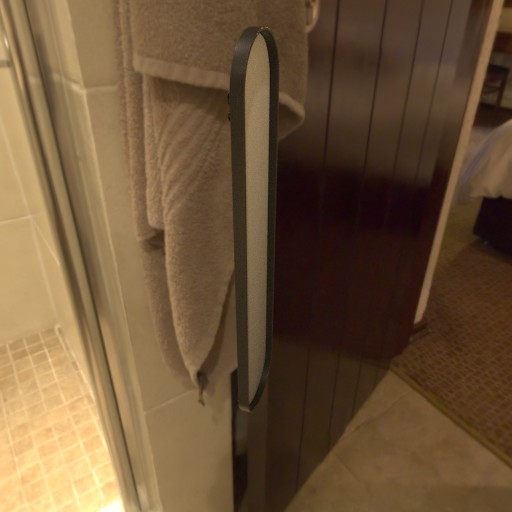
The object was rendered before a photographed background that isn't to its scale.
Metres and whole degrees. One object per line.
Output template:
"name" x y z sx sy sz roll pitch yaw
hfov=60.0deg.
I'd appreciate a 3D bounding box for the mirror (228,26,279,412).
"mirror" 0.000 0.000 1.075 0.032 0.991 0.222 10 32 16
